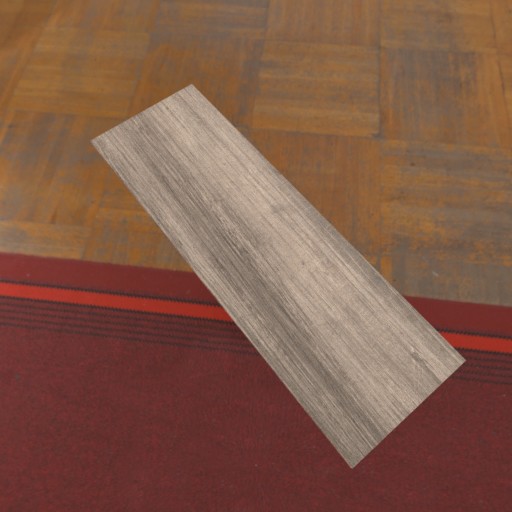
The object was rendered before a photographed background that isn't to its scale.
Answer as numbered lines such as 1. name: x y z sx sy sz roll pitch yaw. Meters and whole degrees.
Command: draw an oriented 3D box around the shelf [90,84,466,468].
1. shelf: 0.000 0.000 0.697 0.200 0.125 0.610 -36 70 -15
